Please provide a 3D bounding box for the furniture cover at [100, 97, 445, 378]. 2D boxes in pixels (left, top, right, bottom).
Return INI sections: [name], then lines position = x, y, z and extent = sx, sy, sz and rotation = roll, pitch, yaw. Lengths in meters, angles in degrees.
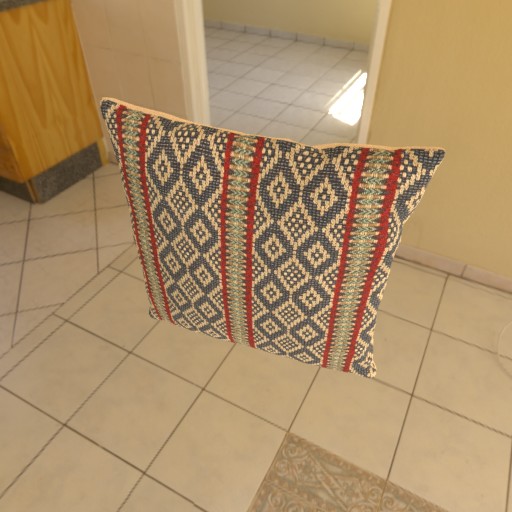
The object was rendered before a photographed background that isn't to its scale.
[furniture cover]
position = 0.000, 0.000, 0.667
extent = 0.431, 0.431, 0.139
rotation = 12, 43, 14
